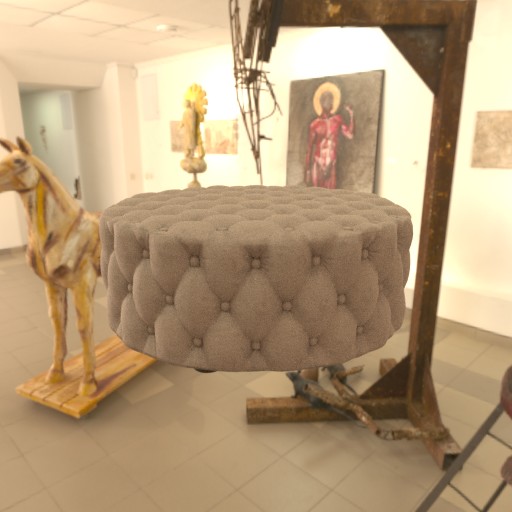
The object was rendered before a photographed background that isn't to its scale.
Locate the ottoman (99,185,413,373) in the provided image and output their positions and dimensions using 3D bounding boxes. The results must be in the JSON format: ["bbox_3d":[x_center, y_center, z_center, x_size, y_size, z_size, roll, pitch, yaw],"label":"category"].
[{"bbox_3d":[0.000,0.000,1.502,0.998,0.399,0.998,0,16,0],"label":"ottoman"}]
